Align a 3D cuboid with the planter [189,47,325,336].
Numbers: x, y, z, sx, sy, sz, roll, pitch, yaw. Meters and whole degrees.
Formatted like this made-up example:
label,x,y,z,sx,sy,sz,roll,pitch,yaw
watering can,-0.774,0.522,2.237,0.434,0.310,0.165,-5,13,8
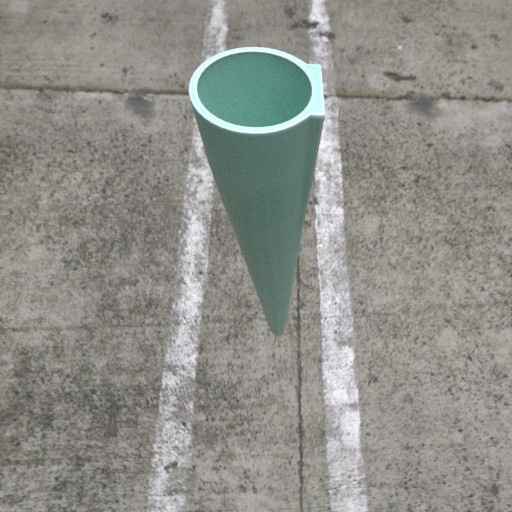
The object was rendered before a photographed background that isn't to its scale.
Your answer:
label,x,y,z,sx,sy,sz,roll,pitch,yaw
planter,0.000,0.000,0.295,0.055,0.268,0.054,1,59,1
